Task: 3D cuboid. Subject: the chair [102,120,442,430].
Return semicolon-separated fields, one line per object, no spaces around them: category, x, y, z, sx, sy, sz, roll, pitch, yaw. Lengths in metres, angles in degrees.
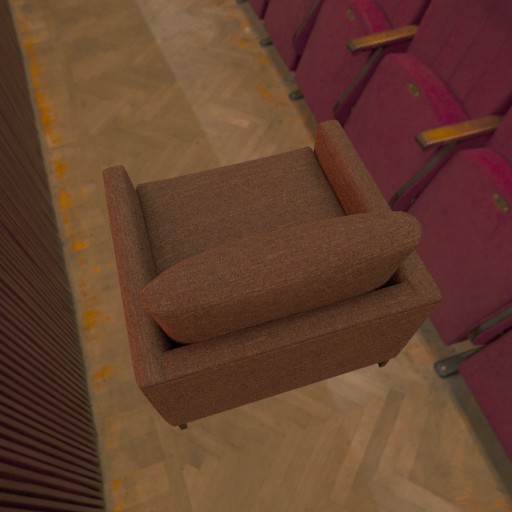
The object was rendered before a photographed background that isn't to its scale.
chair;0.000;0.000;1.606;0.940;0.841;0.845;-15;59;-9
